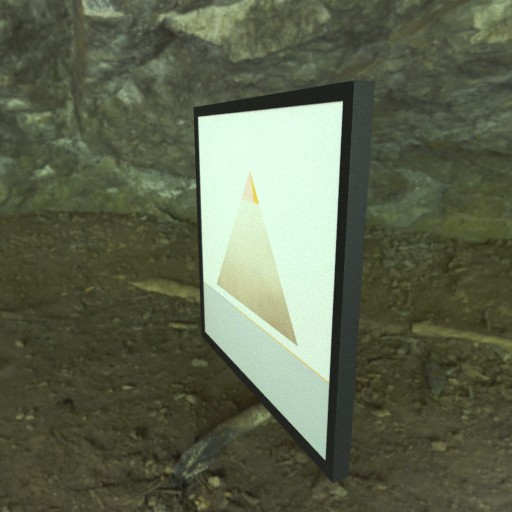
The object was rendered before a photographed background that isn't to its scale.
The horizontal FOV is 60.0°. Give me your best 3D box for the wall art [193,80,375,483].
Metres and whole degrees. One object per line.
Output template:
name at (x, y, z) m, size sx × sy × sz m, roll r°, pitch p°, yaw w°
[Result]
wall art at (0.000, 0.000, 0.760) m, size 0.028 × 0.511 × 0.513 m, roll -8°, pitch 17°, yaw -26°
